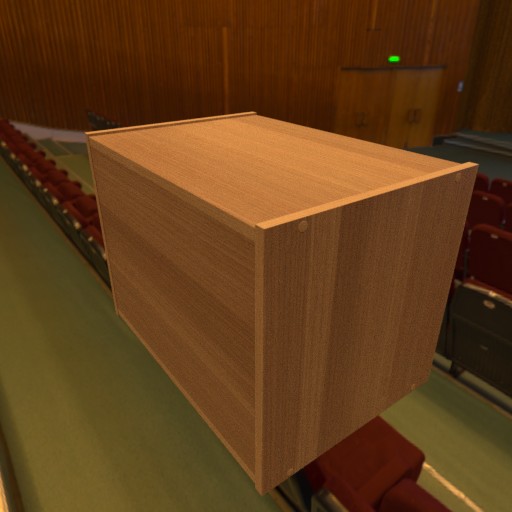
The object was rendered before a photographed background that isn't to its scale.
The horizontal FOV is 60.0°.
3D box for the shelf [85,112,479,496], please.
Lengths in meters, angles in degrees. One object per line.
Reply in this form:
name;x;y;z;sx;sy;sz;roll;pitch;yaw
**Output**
shelf;0.000;0.000;0.618;0.290;0.305;0.415;-19;33;-32
